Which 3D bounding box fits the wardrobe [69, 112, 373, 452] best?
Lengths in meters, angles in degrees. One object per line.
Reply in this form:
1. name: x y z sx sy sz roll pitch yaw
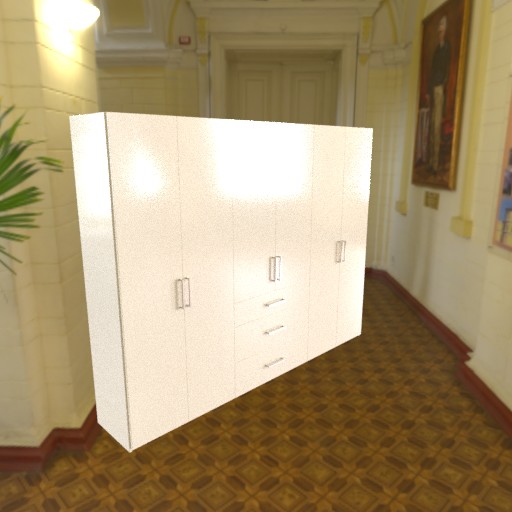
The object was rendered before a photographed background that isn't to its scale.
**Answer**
1. wardrobe: 0.000 0.000 4.118 3.000 2.360 0.580 -13 18 -43
